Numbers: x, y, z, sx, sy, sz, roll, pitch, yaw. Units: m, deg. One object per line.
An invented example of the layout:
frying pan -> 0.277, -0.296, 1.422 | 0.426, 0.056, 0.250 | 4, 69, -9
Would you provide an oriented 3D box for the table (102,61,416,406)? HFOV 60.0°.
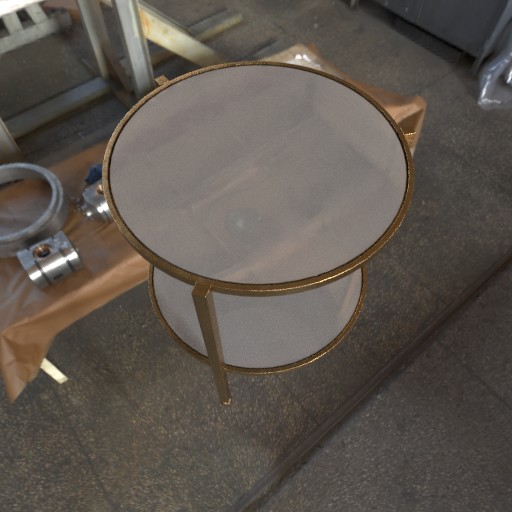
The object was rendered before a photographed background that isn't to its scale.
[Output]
table -> 0.000, 0.000, 0.445 | 0.231, 0.269, 0.243 | 15, 59, 9
